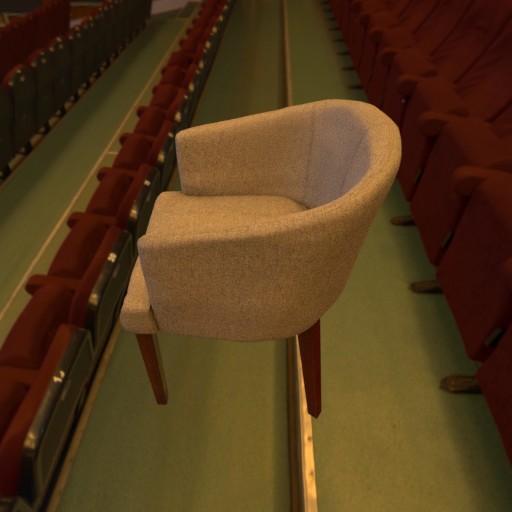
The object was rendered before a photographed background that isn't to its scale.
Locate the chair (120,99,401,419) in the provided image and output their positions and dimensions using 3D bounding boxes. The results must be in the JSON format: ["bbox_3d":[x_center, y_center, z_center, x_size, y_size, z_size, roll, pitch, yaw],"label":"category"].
[{"bbox_3d":[0.000,0.000,1.278,0.655,0.811,0.583,1,41,1],"label":"chair"}]
